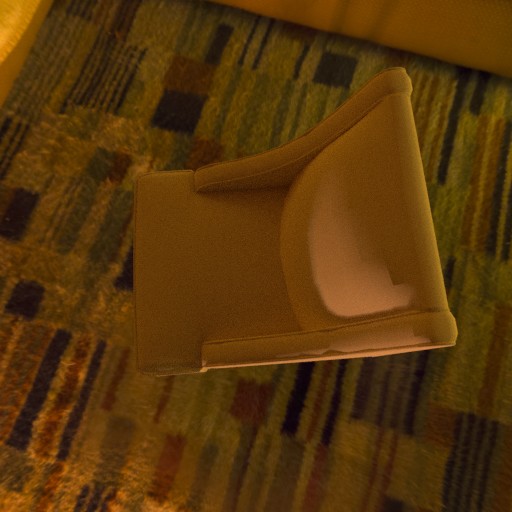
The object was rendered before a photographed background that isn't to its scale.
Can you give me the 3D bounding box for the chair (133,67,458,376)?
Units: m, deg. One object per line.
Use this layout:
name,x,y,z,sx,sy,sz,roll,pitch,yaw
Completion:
chair,0.000,0.000,1.405,0.806,0.886,0.689,-4,75,-1
